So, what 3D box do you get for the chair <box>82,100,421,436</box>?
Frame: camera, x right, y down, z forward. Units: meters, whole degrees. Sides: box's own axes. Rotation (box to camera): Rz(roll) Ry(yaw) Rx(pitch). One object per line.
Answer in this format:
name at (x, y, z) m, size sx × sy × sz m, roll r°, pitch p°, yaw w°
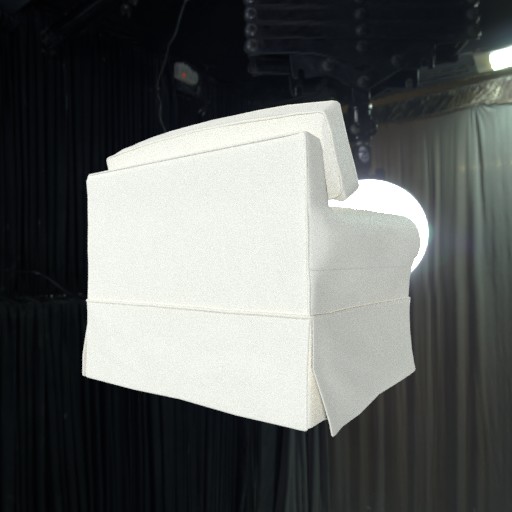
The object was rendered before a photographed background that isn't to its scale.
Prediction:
chair at (0.000, 0.000, 1.790) m, size 1.099 × 0.958 × 0.904 m, roll -1°, pitch -2°, yaw 36°
